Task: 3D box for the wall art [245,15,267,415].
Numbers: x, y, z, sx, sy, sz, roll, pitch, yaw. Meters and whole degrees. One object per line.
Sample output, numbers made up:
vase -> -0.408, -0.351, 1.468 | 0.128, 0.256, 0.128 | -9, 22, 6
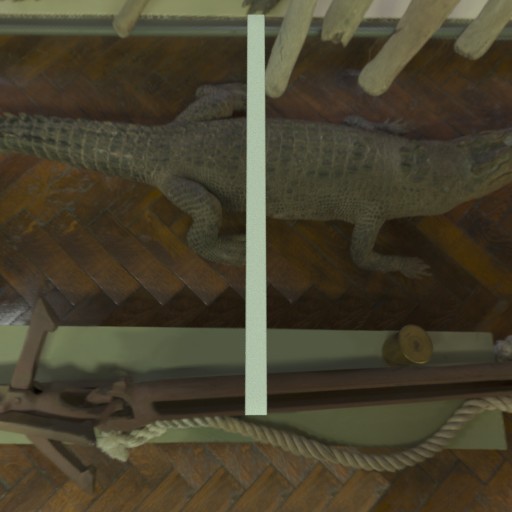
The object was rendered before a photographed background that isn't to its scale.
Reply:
wall art -> 0.000, 0.000, 0.722 | 0.020, 0.536, 0.444 | 0, 75, 0
